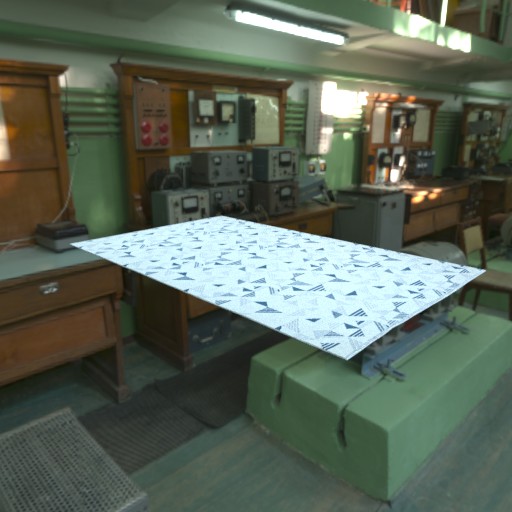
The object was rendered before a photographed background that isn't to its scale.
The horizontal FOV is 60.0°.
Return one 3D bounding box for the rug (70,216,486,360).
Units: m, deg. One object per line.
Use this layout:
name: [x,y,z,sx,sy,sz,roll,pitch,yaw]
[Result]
rug: [0.000,0.000,3.012,2.457,0.009,1.512,15,22,42]
